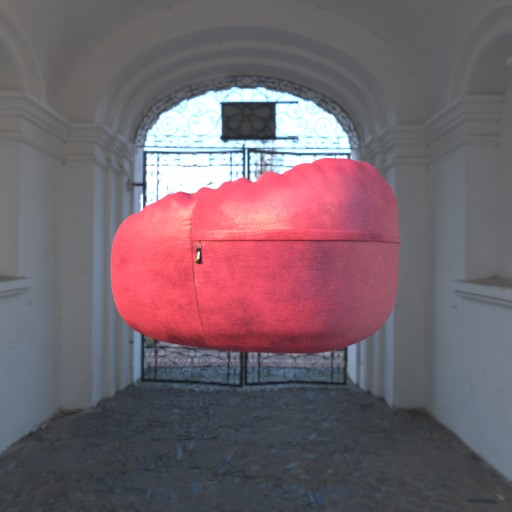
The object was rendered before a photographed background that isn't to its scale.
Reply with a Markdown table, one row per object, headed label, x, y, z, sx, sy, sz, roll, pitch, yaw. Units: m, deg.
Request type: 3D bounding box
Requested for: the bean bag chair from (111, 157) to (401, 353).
| label | x | y | z | sx | sy | sz | roll | pitch | yaw |
| --- | --- | --- | --- | --- | --- | --- | --- | --- | --- |
| bean bag chair | 0.000 | 0.000 | 2.458 | 1.524 | 0.878 | 1.524 | 0 | 0 | 16 |
